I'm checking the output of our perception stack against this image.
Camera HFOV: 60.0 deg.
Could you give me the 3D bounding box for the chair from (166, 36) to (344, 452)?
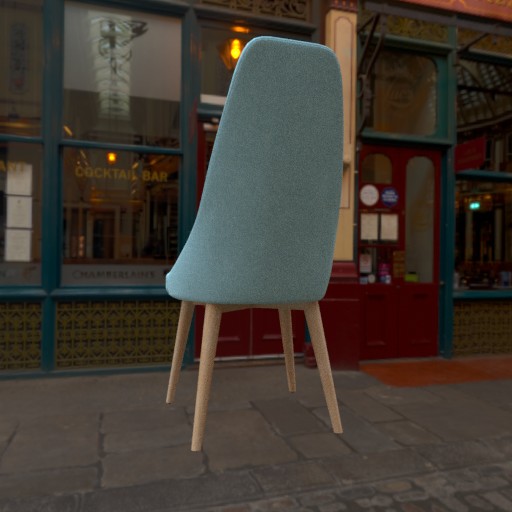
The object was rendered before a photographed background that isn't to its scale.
[{"bbox_3d":[0.000,0.000,1.373,0.510,1.040,0.660,0,-1,-17],"label":"chair"}]
